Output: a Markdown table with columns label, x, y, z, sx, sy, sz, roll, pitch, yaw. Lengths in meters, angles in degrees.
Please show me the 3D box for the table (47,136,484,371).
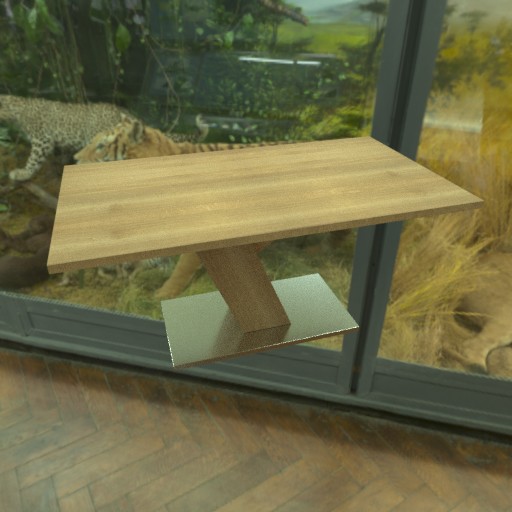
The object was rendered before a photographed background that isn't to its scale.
| label | x | y | z | sx | sy | sz | roll | pitch | yaw |
| --- | --- | --- | --- | --- | --- | --- | --- | --- | --- |
| table | 0.000 | 0.000 | 2.103 | 1.600 | 0.750 | 0.900 | -9 | 33 | -14 |
